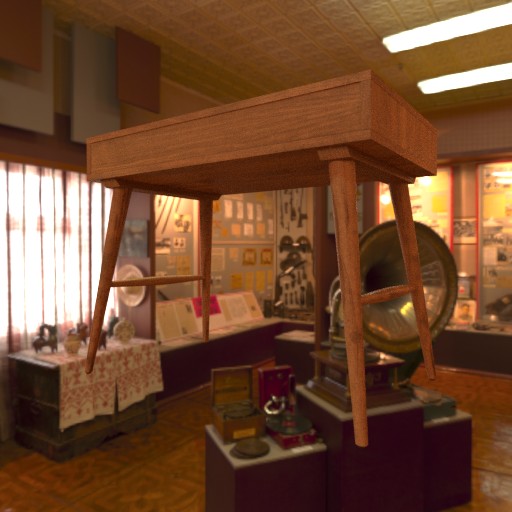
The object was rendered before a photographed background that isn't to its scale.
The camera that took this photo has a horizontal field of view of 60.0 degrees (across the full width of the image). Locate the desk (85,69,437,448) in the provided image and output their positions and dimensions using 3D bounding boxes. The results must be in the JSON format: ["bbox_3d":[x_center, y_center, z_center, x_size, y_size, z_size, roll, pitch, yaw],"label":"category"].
[{"bbox_3d":[0.000,0.000,1.385,0.949,0.758,0.588,1,1,35],"label":"desk"}]
